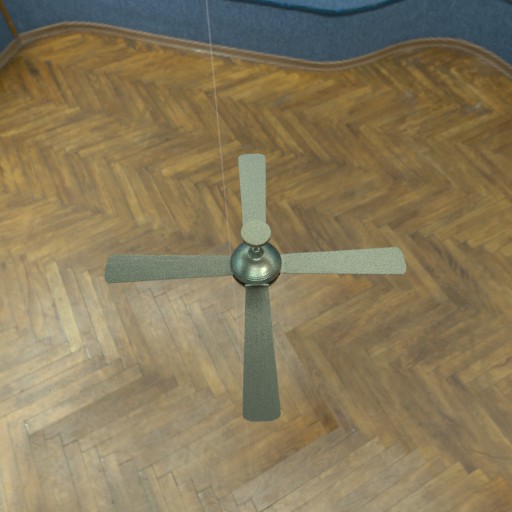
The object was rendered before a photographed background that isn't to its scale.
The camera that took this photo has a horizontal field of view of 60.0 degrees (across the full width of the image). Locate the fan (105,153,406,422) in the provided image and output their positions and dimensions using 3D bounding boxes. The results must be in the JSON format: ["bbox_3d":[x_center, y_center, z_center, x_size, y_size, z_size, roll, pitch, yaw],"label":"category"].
[{"bbox_3d":[0.000,0.000,1.980,1.321,0.381,1.321,16,60,9],"label":"fan"}]
